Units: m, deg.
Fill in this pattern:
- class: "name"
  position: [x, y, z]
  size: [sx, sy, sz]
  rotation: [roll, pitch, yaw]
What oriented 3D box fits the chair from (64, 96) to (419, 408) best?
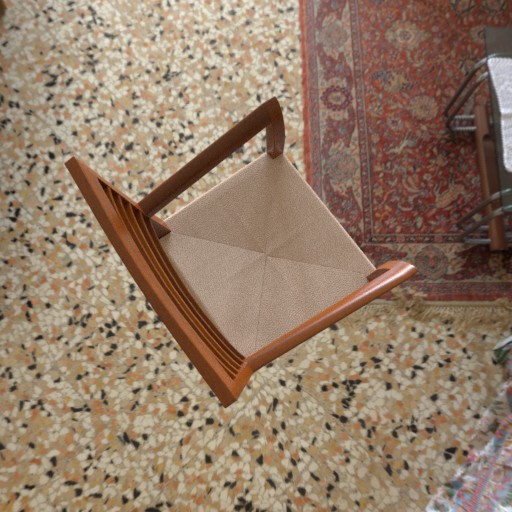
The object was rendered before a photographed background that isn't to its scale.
- class: "chair"
  position: [0.000, 0.000, 1.248]
  size: [0.540, 0.855, 0.587]
  rotation: [-35, 78, -8]
